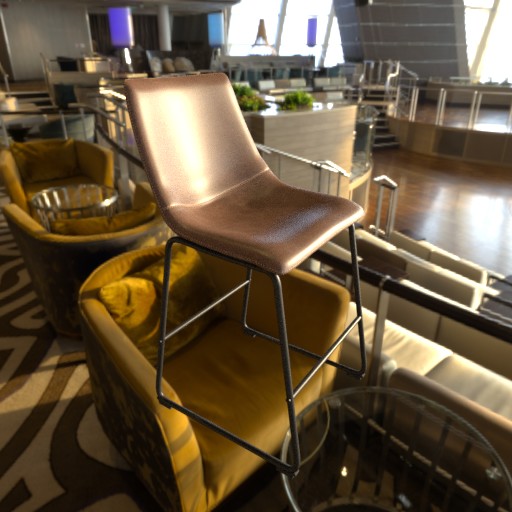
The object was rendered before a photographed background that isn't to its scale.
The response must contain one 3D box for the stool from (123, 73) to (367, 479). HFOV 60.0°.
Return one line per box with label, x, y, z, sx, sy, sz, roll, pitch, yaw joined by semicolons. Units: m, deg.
stool;0.000;0.000;1.199;0.550;0.890;0.460;16;30;30
